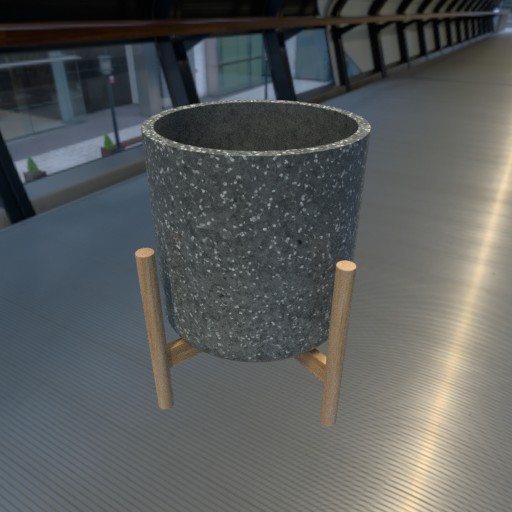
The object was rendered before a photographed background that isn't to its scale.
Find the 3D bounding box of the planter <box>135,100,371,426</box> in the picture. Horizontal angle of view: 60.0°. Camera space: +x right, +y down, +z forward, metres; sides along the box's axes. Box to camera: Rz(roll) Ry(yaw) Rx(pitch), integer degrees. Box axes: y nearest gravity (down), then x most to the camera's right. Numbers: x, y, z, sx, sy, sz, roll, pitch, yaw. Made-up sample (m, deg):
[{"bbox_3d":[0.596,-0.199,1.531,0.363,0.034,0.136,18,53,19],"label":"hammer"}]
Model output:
[{"bbox_3d":[0.000,0.000,0.703,0.360,0.419,0.360,-8,31,-13],"label":"planter"}]
